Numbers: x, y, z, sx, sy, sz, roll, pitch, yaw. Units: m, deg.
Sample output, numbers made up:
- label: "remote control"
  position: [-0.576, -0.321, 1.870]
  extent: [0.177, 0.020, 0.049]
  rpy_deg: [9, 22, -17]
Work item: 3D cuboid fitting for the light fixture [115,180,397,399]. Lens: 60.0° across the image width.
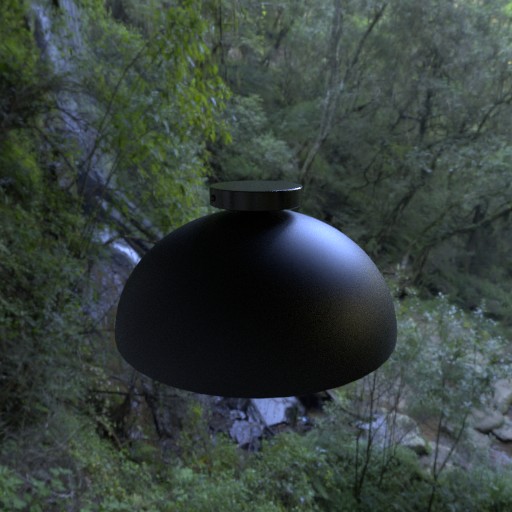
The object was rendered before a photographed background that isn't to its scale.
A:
- label: "light fixture"
  position: [0.000, 0.000, 0.560]
  extent: [0.355, 0.177, 0.355]
  rpy_deg: [0, 16, 0]
